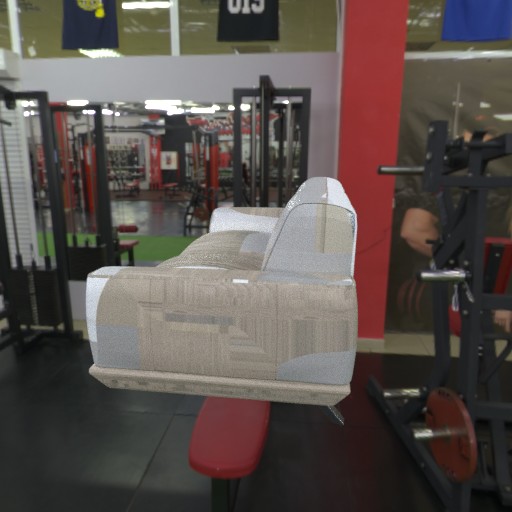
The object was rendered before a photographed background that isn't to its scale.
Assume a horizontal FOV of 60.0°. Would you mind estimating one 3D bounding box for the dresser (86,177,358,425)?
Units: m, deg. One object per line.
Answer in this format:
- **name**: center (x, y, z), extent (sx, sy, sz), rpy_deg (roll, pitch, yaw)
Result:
- **dresser**: center (0.000, 0.000, 5.692), extent (2.251, 1.863, 4.679), rpy_deg (2, 13, 8)
